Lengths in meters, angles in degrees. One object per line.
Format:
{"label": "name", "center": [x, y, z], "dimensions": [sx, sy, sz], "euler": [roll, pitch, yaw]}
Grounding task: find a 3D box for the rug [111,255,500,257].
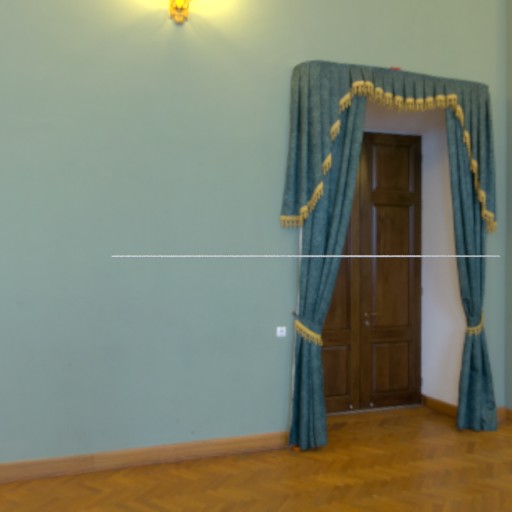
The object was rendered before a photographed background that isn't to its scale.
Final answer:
{"label": "rug", "center": [0.000, 0.000, 4.005], "dimensions": [2.421, 0.008, 3.045], "euler": [0, 0, -17]}
